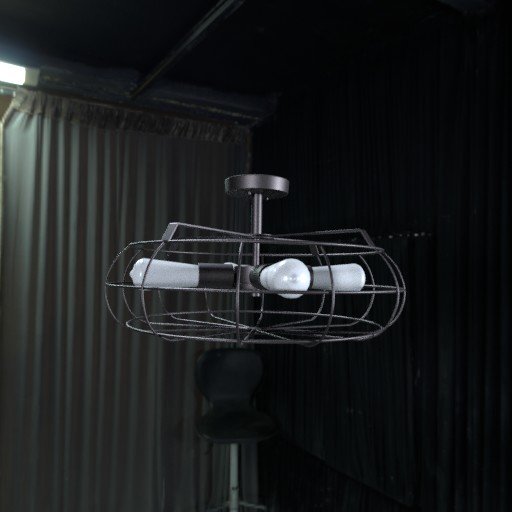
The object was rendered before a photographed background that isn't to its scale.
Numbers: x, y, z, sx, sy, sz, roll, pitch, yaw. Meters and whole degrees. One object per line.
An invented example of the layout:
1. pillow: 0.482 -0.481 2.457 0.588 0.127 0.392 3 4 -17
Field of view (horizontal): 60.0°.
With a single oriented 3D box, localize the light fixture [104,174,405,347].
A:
1. light fixture: 0.000 0.000 0.909 0.582 0.311 0.582 0 -1 0
